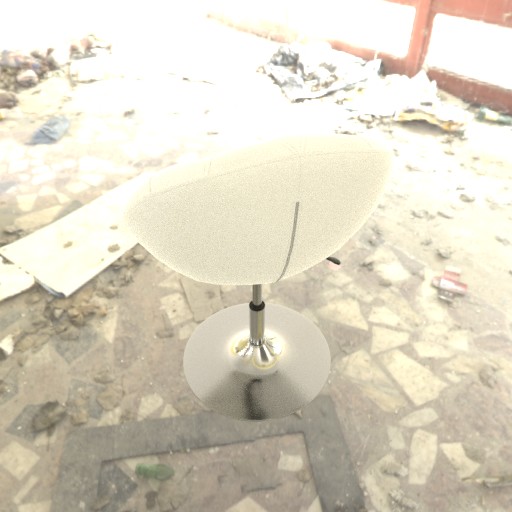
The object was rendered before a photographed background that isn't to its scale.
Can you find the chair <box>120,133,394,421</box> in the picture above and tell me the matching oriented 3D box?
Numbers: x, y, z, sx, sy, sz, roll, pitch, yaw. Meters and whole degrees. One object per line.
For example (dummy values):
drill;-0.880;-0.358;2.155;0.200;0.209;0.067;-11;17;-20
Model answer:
chair;0.000;0.000;1.756;0.940;1.261;0.736;-12;41;-14
